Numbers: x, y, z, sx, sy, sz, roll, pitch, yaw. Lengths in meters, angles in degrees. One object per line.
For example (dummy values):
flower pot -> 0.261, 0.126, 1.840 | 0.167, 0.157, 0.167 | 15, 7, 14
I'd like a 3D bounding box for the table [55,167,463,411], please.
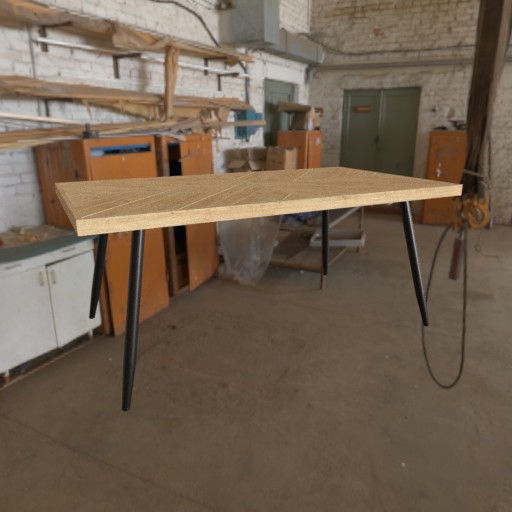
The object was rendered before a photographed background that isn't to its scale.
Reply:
table -> 0.000, 0.000, 2.347 | 1.803, 0.762, 0.991 | -9, 19, -26
